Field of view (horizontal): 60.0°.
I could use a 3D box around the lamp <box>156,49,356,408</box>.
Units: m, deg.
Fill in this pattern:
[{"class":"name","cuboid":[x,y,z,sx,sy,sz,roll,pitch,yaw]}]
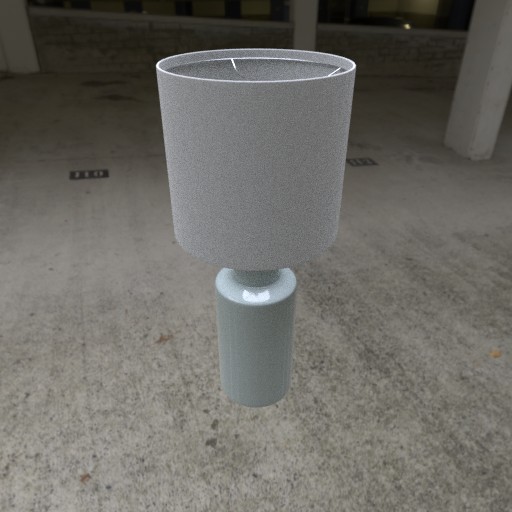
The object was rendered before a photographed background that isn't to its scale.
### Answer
[{"class":"lamp","cuboid":[0.000,0.000,0.608,0.212,0.493,0.212,-10,33,-15]}]
